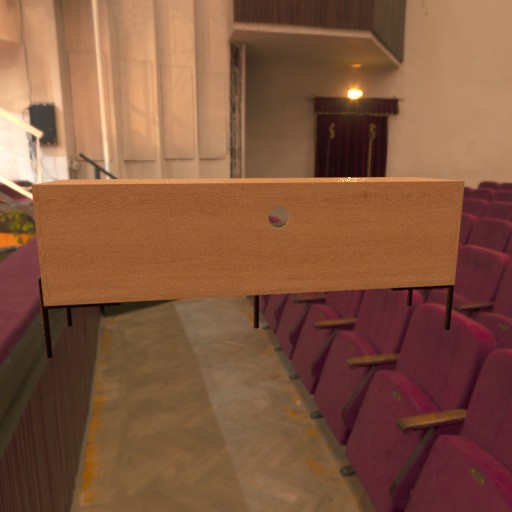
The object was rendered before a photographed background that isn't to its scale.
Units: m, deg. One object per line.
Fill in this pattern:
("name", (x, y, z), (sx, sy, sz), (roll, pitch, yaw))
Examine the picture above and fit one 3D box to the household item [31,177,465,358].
("household item", (0.000, 0.000, 1.778), (1.550, 0.600, 0.400), (-2, 12, -10))
